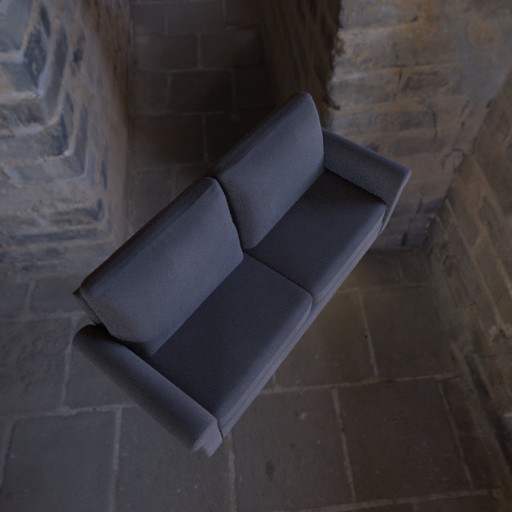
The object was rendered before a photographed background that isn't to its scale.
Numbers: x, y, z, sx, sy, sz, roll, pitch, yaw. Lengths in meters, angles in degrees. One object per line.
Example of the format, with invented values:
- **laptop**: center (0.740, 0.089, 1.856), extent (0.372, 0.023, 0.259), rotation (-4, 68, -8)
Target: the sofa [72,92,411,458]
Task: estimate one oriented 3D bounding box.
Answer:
- **sofa**: center (0.000, 0.000, 2.443), extent (0.842, 0.942, 1.935), rotation (33, 63, 19)
